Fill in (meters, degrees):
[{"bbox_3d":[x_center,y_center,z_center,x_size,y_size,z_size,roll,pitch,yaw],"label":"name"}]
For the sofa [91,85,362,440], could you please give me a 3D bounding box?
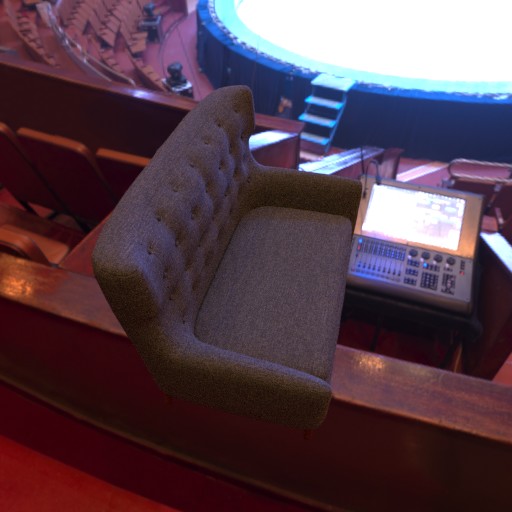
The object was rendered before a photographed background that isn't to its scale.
[{"bbox_3d":[0.000,0.000,2.064,0.874,1.028,1.358,10,45,10],"label":"sofa"}]
